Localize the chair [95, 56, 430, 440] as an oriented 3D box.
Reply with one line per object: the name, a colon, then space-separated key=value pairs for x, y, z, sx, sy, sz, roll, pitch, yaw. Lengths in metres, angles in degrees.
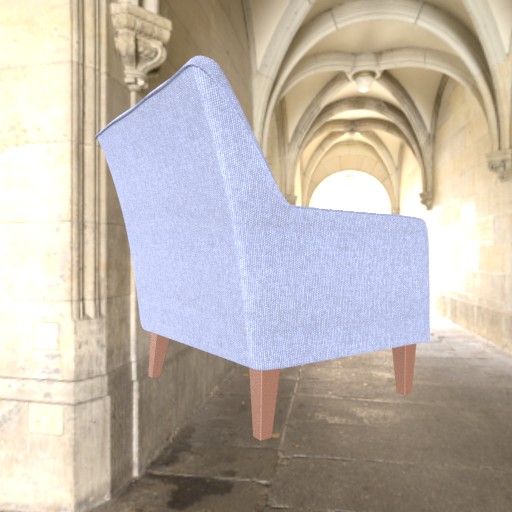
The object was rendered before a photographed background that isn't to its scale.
chair: x=0.000 y=0.000 z=1.540 sx=0.899 sy=0.919 sz=0.780 roll=0 pitch=0 yaw=-35
